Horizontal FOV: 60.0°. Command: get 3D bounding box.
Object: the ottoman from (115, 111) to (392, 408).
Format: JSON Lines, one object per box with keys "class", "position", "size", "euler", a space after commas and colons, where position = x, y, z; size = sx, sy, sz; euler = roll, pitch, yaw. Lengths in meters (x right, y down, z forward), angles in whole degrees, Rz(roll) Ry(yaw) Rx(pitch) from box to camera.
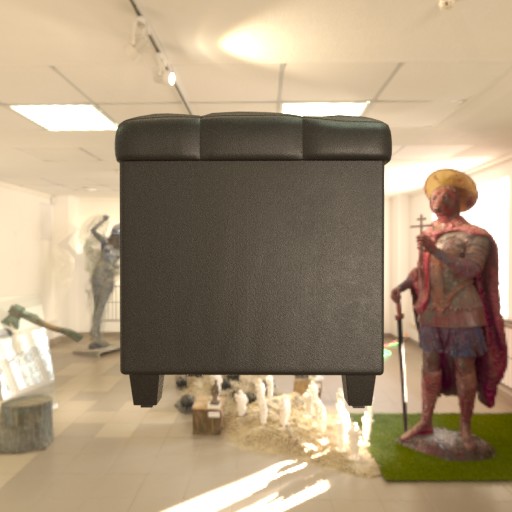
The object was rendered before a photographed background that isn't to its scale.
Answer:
{"class": "ottoman", "position": [0.000, 0.000, 1.078], "size": [0.432, 0.470, 0.838], "euler": [0, 1, 0]}
